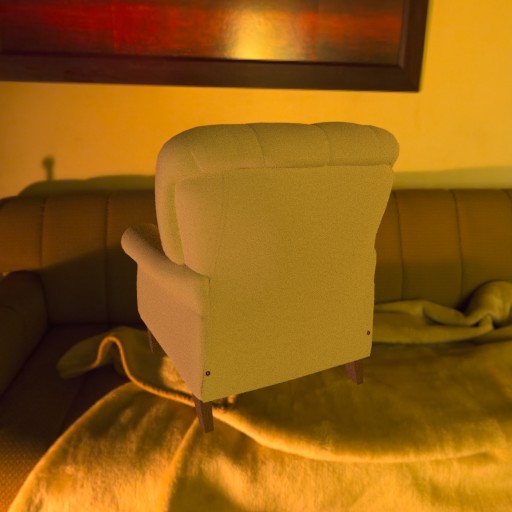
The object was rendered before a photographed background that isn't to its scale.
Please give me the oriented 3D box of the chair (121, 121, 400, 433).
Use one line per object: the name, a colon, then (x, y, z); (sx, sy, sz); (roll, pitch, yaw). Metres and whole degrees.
chair: (0.000, 0.000, 2.045); (1.035, 1.169, 1.132); (-8, 17, -26)
